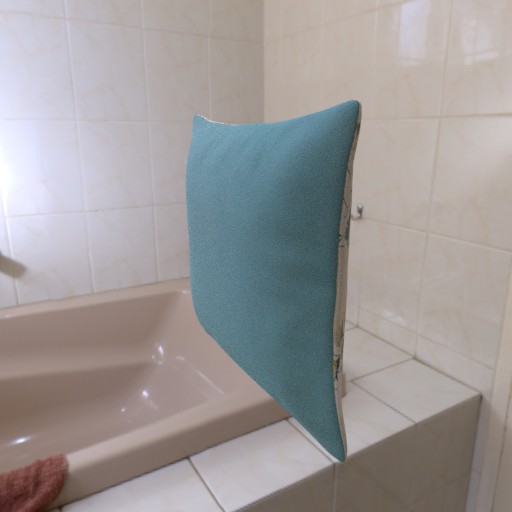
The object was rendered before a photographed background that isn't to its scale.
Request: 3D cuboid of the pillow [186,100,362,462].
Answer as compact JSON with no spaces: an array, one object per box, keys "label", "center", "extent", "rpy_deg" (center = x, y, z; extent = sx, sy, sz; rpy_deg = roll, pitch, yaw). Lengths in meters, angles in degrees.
[{"label":"pillow","center":[0.000,0.000,0.803],"extent":[0.166,0.507,0.526],"rpy_deg":[-8,17,-28]}]
